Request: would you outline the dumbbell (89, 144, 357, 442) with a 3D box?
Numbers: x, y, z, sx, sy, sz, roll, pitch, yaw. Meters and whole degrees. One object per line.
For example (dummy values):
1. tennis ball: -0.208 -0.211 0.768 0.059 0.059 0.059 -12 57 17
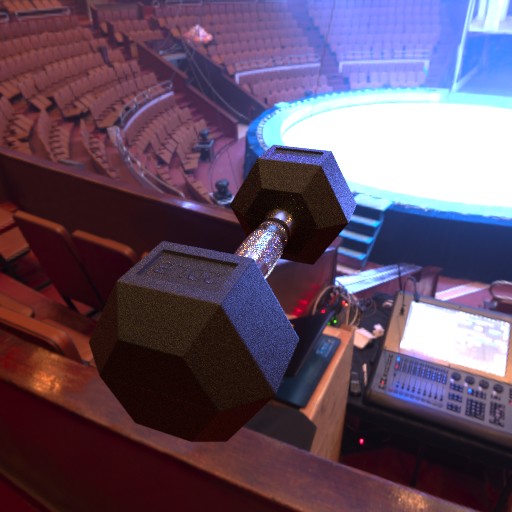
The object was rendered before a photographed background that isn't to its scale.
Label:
1. dumbbell: 0.000 0.000 0.319 0.106 0.092 0.272 11 32 17
